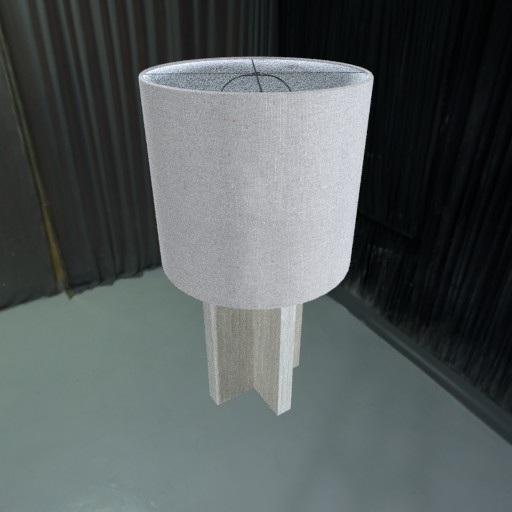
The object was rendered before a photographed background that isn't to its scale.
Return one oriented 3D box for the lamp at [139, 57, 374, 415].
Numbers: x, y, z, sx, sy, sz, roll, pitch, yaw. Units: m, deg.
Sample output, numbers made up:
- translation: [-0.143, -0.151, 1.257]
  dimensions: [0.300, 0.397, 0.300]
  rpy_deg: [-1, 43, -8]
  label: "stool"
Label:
- translation: [0.000, 0.000, 0.550]
  dimensions: [0.229, 0.428, 0.229]
  rpy_deg: [-18, 35, -28]
  label: "lamp"
